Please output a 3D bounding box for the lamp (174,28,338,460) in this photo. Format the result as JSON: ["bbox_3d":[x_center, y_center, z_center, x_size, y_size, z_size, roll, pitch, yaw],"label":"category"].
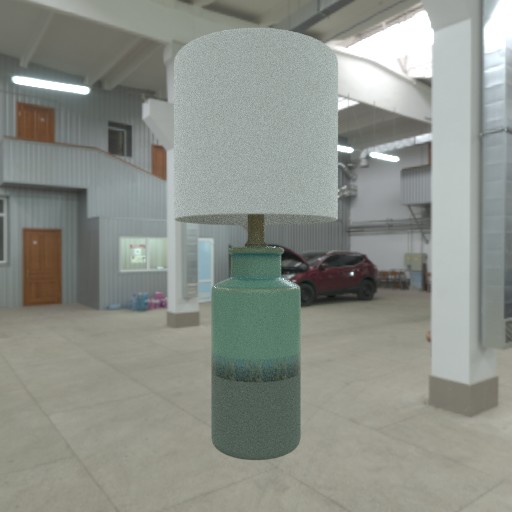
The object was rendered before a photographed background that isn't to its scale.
[{"bbox_3d":[0.000,0.000,0.584,0.212,0.493,0.212,0,1,18],"label":"lamp"}]
